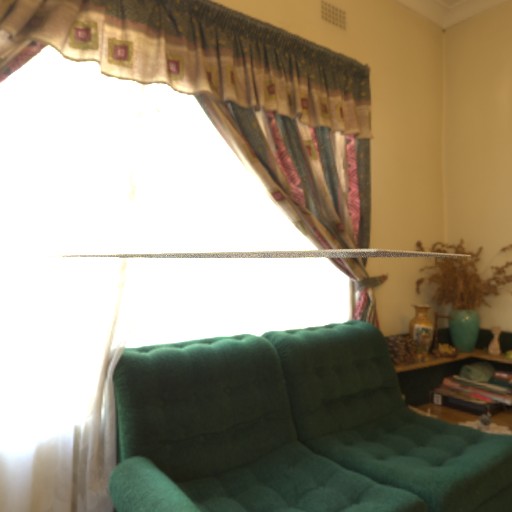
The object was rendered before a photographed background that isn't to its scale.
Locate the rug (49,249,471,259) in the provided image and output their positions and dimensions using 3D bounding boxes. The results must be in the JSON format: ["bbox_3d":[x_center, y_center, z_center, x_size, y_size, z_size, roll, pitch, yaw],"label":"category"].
[{"bbox_3d":[0.000,0.000,2.845,2.232,0.011,1.555,-1,-1,37],"label":"rug"}]
